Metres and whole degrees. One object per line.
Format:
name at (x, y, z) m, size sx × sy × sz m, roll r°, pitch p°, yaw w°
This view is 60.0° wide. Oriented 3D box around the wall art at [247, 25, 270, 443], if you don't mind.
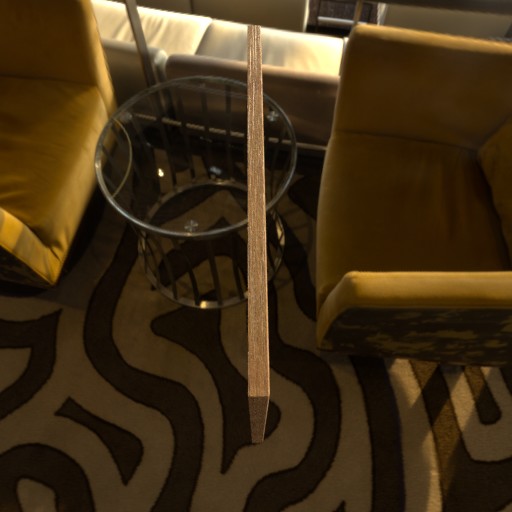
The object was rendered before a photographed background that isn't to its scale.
wall art at (0.000, 0.000, 0.949) m, size 0.026 × 0.588 × 0.690 m, roll -1°, pitch 62°, yaw 0°
